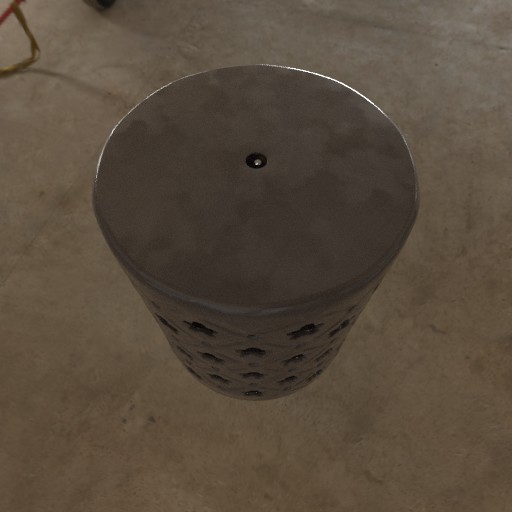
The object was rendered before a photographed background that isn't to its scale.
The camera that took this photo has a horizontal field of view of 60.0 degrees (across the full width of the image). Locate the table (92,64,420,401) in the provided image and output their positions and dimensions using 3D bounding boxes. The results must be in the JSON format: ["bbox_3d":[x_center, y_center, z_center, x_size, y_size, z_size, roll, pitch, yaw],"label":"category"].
[{"bbox_3d":[0.000,0.000,0.636,0.352,0.387,0.352,0,58,0],"label":"table"}]
